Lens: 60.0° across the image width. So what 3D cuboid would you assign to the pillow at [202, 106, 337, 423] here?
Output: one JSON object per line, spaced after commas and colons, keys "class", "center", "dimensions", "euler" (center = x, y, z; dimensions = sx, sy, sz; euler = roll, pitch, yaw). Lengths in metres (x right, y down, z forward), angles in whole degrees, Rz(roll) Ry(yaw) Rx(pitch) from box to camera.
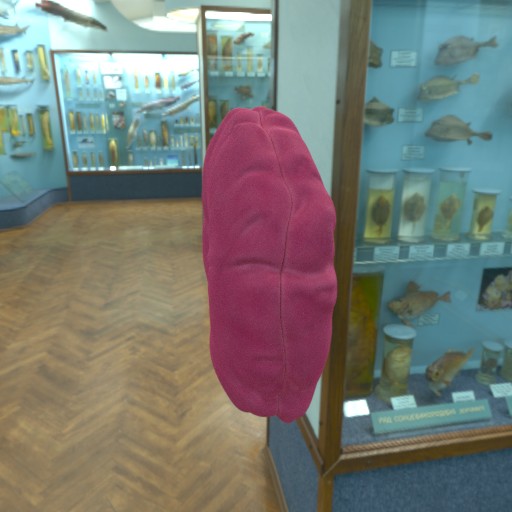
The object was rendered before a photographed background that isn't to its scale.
{"class": "pillow", "center": [0.000, 0.000, 0.637], "dimensions": [0.148, 0.407, 0.428], "euler": [-3, 18, -8]}
